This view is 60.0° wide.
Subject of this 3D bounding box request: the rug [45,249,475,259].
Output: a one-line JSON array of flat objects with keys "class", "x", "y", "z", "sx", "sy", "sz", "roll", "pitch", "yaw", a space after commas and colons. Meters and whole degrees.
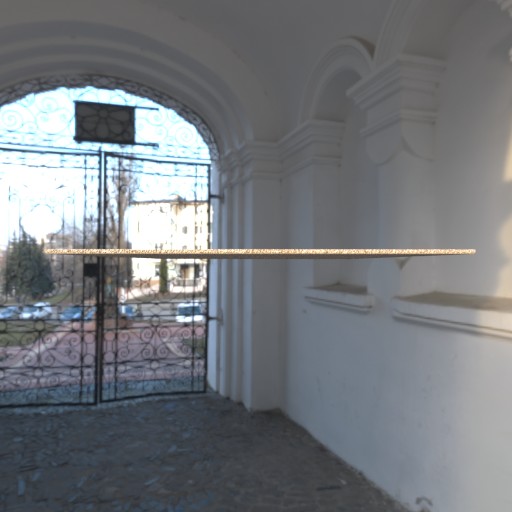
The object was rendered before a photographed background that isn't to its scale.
[{"class": "rug", "x": 0.000, "y": 0.000, "z": 3.966, "sx": 2.400, "sy": 0.026, "sz": 3.000, "roll": 0, "pitch": -1, "yaw": -1}]
